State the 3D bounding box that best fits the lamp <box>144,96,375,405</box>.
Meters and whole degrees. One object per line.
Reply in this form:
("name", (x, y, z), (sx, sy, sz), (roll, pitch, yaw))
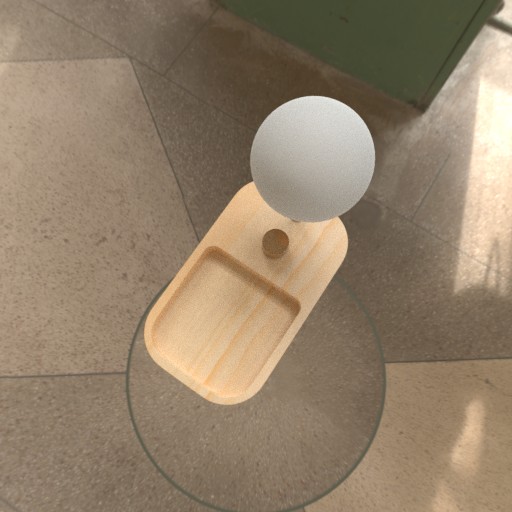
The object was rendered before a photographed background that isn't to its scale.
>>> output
("lamp", (0.000, 0.000, 0.494), (0.173, 0.253, 0.331), (33, 78, 8))
